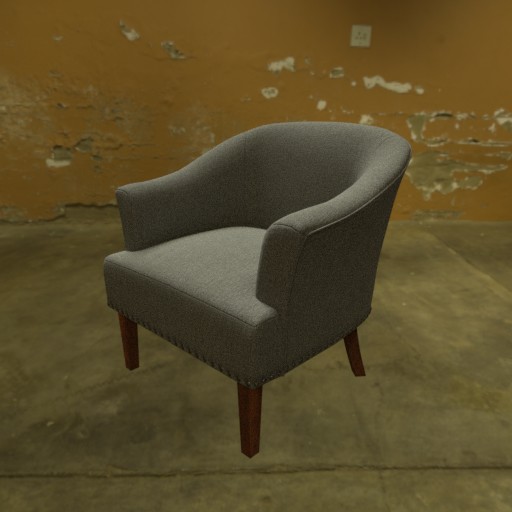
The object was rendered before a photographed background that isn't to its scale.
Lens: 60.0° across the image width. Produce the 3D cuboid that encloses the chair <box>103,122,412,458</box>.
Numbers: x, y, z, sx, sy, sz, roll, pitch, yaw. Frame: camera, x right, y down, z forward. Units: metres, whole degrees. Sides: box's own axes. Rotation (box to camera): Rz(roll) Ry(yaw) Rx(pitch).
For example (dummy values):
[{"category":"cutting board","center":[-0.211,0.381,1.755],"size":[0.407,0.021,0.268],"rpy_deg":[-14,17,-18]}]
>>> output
[{"category":"chair","center":[0.000,0.000,1.411],"size":[0.798,0.815,0.704],"rpy_deg":[16,24,42]}]
